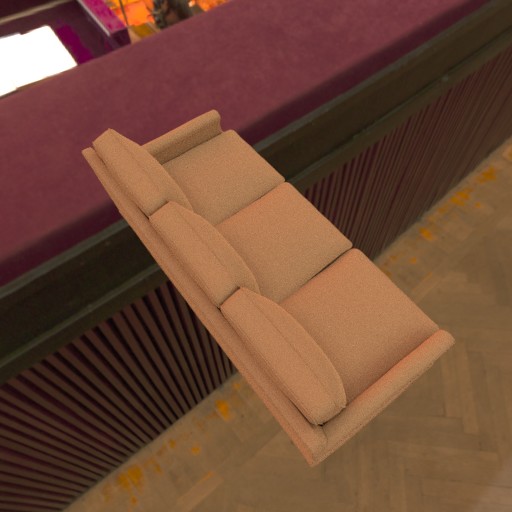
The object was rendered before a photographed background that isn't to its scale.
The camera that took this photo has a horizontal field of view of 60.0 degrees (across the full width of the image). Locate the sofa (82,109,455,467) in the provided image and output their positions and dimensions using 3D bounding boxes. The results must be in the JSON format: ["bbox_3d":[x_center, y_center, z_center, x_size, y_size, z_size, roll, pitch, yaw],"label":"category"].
[{"bbox_3d":[0.000,0.000,2.736,1.084,1.003,2.246,-33,64,-18],"label":"sofa"}]
